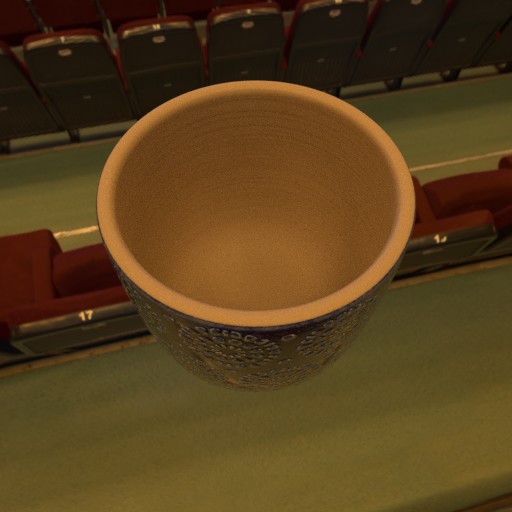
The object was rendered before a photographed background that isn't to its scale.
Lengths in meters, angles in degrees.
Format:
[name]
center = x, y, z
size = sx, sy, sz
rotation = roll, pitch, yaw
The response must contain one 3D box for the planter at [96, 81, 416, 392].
[planter]
center = 0.000, 0.000, 0.291
size = 0.165, 0.149, 0.165
rotation = 0, 58, 0
